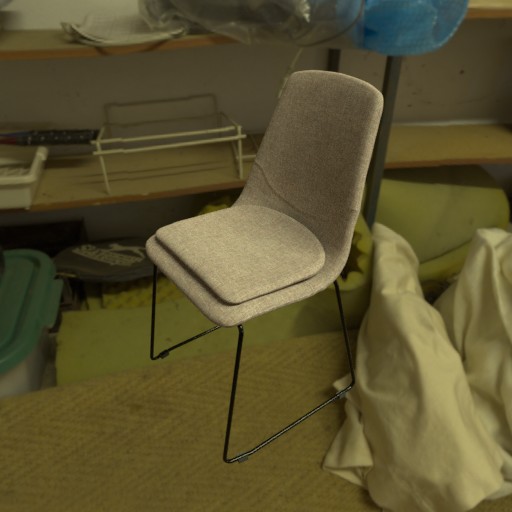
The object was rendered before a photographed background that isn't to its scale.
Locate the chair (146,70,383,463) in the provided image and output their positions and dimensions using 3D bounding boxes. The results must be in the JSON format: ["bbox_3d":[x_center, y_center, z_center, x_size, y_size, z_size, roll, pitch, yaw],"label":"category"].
[{"bbox_3d":[0.000,0.000,1.174,0.518,0.858,0.479,-21,38,-30],"label":"chair"}]
